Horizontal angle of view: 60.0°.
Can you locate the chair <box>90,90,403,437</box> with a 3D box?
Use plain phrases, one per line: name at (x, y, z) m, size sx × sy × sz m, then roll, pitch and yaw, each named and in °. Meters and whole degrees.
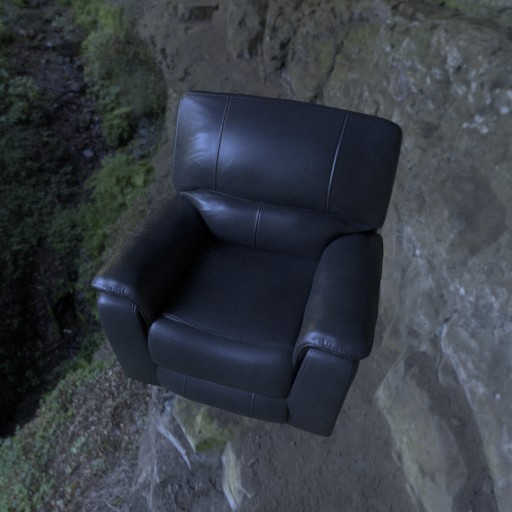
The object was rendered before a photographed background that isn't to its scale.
chair at (0.000, 0.000, 1.979) m, size 1.096 × 1.109 × 1.087 m, roll 12°, pitch 44°, yaw 13°
